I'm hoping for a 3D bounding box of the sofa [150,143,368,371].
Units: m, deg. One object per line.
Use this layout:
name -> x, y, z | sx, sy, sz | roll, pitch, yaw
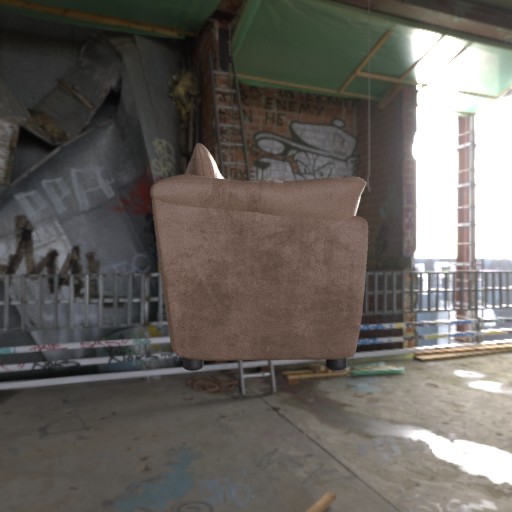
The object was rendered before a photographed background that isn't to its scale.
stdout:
sofa -> 0.000, 0.000, 2.871 | 0.893, 0.981, 2.377 | 0, 0, 0
